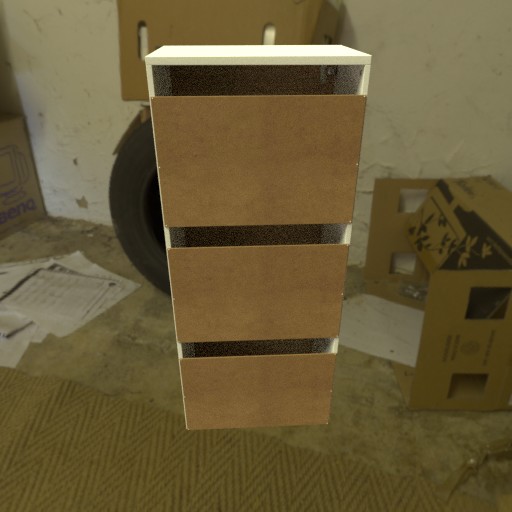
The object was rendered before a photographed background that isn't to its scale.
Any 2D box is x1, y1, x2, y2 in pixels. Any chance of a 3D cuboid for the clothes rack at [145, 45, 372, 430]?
[{"bbox_3d":[0.000,0.000,1.404,0.500,1.187,0.331,-1,29,-3],"label":"clothes rack"}]
